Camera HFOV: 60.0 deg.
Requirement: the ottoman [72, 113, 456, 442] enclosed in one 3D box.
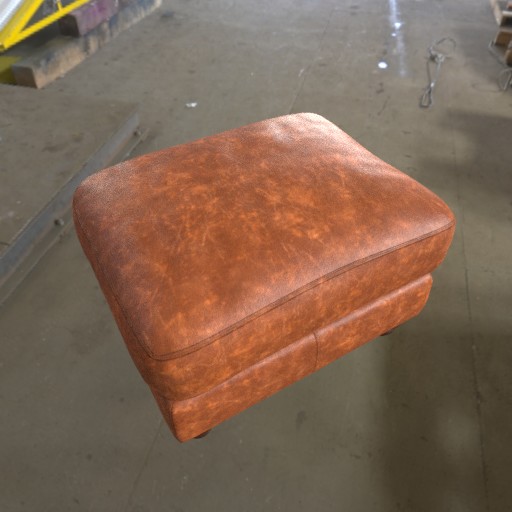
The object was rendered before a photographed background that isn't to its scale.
[{"bbox_3d":[0.000,0.000,1.244,0.832,0.562,0.657,-23,50,-21],"label":"ottoman"}]
